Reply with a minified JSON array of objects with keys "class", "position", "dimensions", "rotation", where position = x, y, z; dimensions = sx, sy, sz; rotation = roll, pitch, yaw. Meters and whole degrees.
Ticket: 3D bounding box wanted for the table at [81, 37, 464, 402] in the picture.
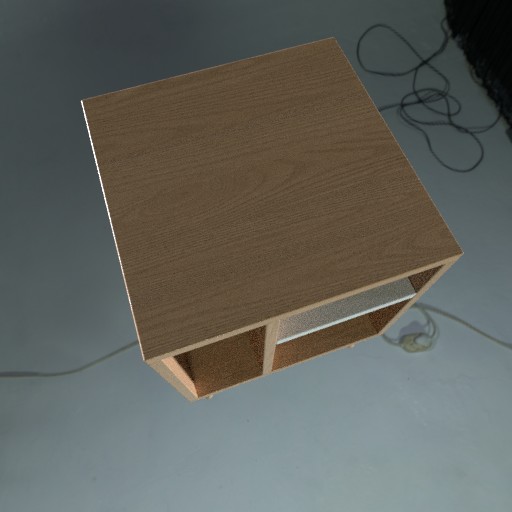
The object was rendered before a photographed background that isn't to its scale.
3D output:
[{"class":"table","position":[0.000,0.000,0.843],"dimensions":[0.400,0.550,0.400],"rotation":[-18,66,-8]}]
